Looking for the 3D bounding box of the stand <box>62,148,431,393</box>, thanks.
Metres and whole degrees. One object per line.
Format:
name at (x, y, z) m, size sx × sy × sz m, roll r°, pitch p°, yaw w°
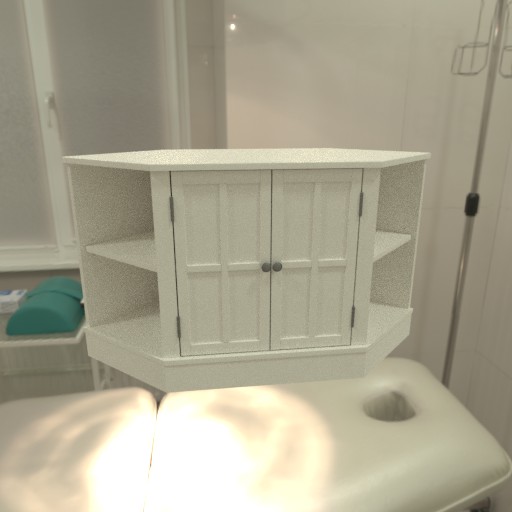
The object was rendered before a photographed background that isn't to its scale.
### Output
stand at (0.000, 0.000, 1.371) m, size 1.072 × 0.614 × 0.477 m, roll -2°, pitch 18°, yaw -7°
